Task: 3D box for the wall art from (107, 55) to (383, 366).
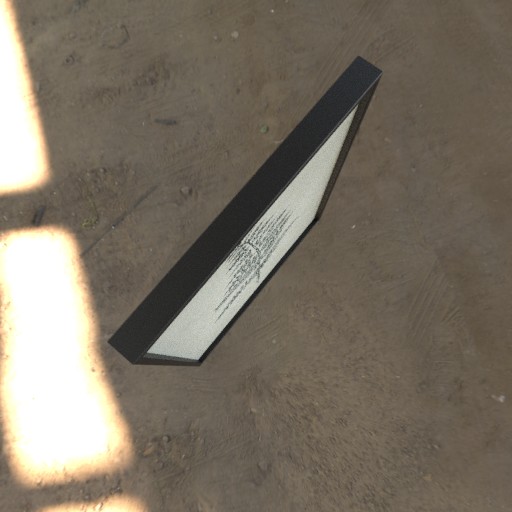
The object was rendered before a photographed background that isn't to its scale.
[{"bbox_3d":[0.000,0.000,0.771,0.039,0.555,0.449,38,79,9],"label":"wall art"}]
